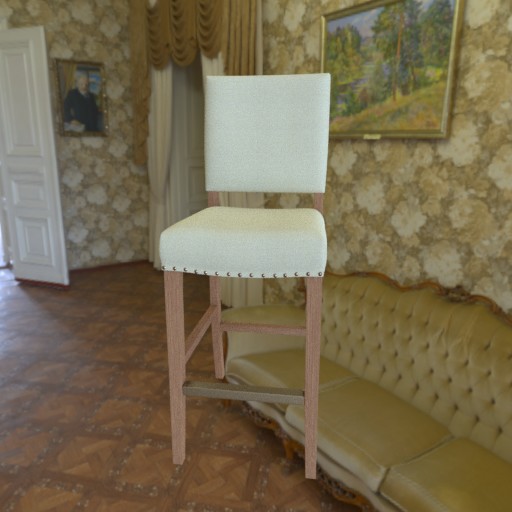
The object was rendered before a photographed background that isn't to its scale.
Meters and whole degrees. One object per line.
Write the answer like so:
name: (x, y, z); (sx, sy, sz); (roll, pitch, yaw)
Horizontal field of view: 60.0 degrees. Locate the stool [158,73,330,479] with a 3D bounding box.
stool: (0.000, 0.000, 1.432); (0.445, 1.168, 0.584); (2, 14, 8)
